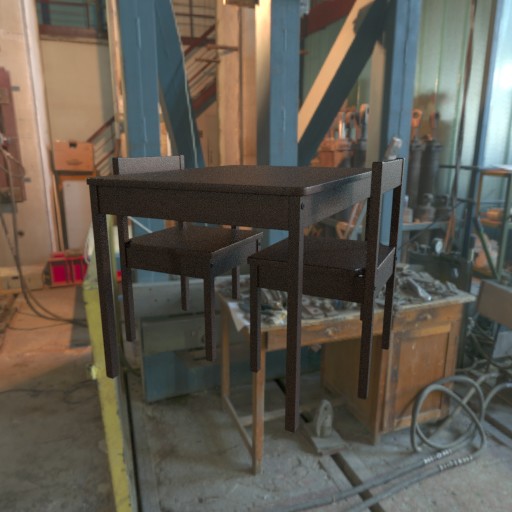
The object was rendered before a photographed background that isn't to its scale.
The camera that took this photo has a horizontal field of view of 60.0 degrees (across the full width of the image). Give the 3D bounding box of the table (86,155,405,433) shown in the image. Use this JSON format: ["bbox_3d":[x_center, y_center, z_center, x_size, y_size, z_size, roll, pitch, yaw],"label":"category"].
[{"bbox_3d":[0.000,0.000,1.159,0.672,0.503,0.650,7,16,25],"label":"table"}]
